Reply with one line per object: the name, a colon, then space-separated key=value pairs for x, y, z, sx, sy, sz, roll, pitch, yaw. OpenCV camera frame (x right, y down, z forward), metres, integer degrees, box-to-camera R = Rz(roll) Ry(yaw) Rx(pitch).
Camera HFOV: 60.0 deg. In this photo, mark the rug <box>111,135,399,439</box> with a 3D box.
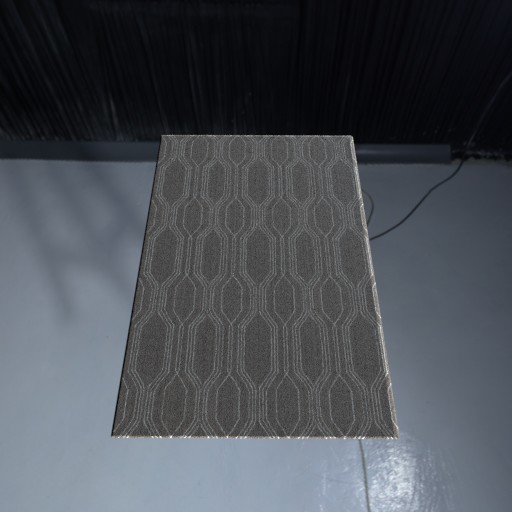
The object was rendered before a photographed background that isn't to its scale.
rug: x=0.000 y=0.000 z=2.381 sx=1.239 sy=0.012 sz=1.836 roll=0 pitch=58 yaw=0
